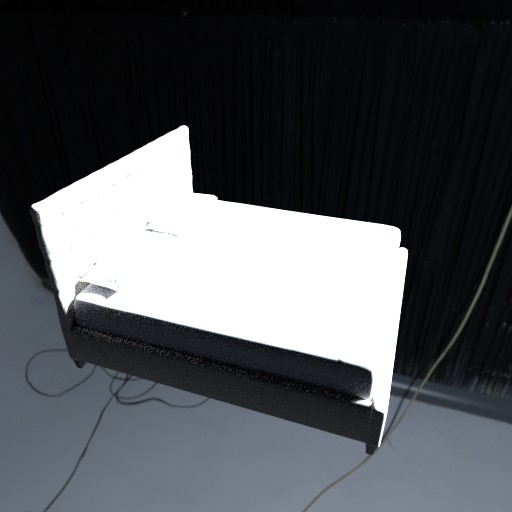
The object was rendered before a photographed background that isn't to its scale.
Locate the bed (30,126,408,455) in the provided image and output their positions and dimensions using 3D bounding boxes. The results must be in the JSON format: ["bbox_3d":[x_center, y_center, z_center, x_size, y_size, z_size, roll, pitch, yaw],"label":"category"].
[{"bbox_3d":[0.000,0.000,3.648,2.387,1.427,2.078,11,33,17],"label":"bed"}]
